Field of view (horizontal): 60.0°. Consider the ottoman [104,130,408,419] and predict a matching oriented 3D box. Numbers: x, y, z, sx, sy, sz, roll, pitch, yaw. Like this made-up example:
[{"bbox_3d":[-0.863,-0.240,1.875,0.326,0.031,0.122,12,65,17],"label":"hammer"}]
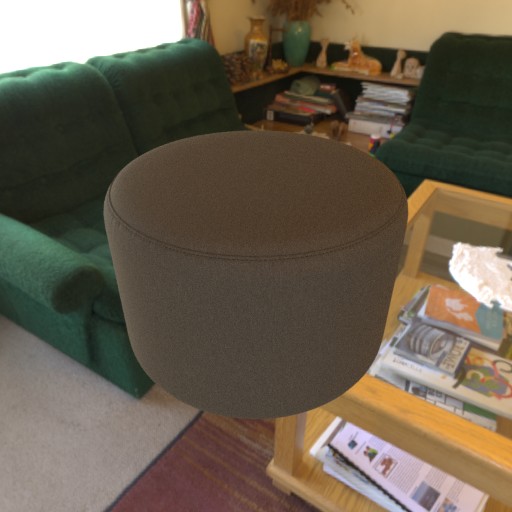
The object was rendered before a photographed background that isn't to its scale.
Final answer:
[{"bbox_3d":[0.000,0.000,1.001,0.608,0.433,0.608,0,33,0],"label":"ottoman"}]
